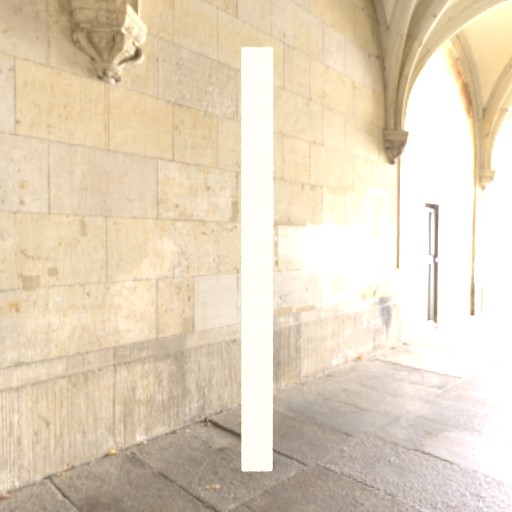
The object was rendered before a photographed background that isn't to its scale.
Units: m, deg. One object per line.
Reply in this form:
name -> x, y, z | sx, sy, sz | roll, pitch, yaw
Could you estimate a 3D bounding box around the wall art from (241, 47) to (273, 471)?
wall art -> 0.000, 0.000, 0.781 | 0.038, 0.508, 0.508 | 0, 2, 0
